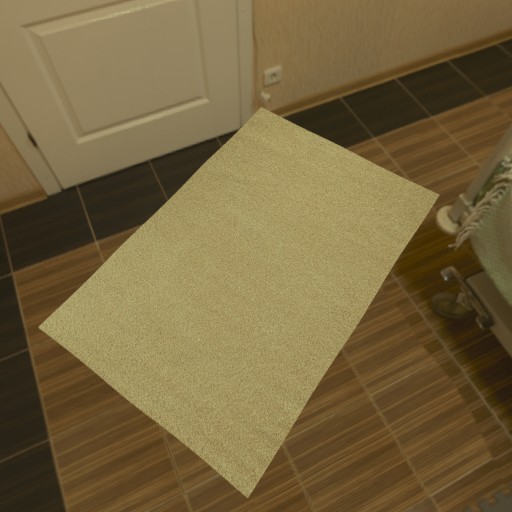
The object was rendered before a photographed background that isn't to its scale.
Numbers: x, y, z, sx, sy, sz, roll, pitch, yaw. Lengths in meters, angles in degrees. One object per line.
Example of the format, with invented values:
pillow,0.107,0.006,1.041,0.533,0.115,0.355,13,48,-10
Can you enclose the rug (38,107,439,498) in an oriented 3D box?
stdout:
rug,0.000,0.000,3.377,1.800,0.025,2.699,32,65,17
